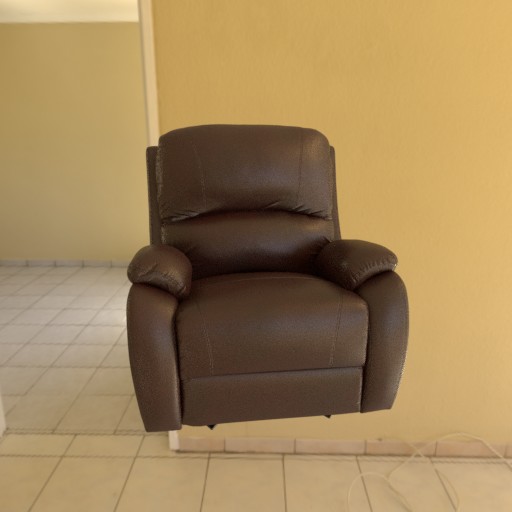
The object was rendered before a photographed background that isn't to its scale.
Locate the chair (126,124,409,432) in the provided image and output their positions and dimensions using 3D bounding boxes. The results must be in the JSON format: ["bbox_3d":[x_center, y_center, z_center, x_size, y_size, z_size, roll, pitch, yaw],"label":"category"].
[{"bbox_3d":[0.000,0.000,1.757,0.930,1.011,0.899,-2,16,-8],"label":"chair"}]
